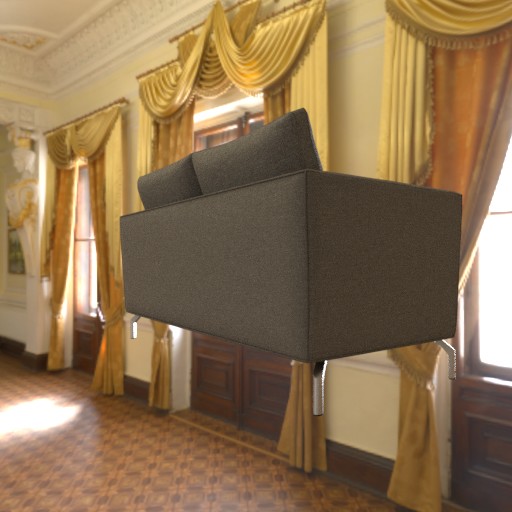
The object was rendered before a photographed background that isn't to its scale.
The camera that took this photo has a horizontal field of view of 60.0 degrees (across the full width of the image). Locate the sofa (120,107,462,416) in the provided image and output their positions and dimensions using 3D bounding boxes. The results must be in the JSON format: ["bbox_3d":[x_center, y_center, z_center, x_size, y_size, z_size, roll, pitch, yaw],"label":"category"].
[{"bbox_3d":[0.000,0.000,2.075,0.803,0.924,1.594,0,-1,-35],"label":"sofa"}]
